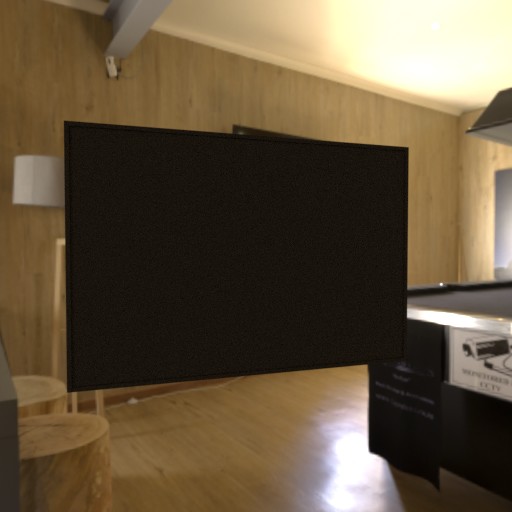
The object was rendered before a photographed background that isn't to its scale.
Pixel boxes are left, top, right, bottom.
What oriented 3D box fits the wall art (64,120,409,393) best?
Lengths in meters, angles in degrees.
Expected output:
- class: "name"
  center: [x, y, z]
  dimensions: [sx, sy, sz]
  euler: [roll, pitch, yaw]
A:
- class: "wall art"
  center: [0.000, 0.000, 1.501]
  dimensions: [1.190, 0.805, 0.028]
  euler: [-1, 2, -18]
